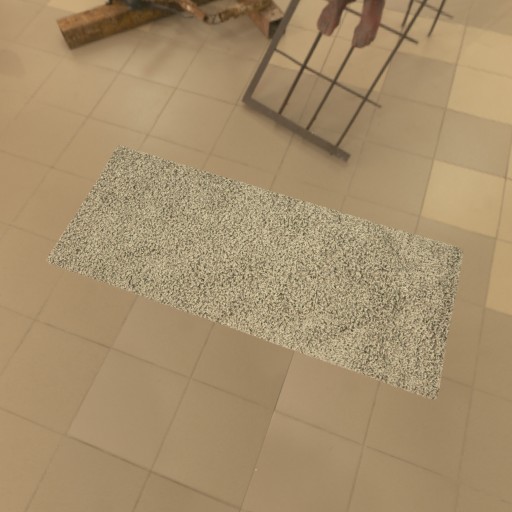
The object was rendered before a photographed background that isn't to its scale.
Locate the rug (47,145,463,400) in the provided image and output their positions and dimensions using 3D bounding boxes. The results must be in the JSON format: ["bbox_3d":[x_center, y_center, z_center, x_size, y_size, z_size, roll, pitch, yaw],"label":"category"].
[{"bbox_3d":[0.000,0.000,1.740,1.524,0.030,0.609,18,66,9],"label":"rug"}]
